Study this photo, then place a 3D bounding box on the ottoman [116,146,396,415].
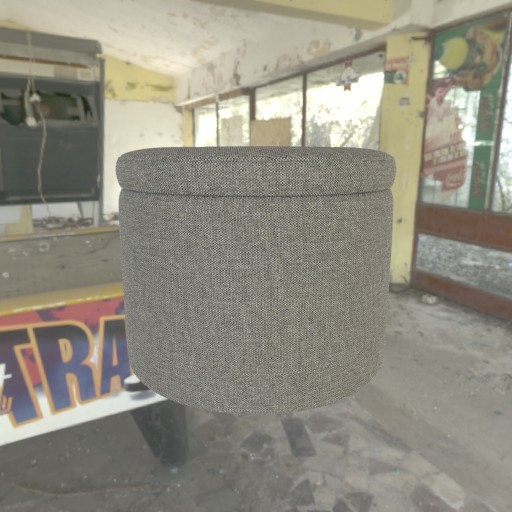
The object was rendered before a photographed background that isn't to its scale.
[{"bbox_3d":[0.000,0.000,0.893,0.520,0.430,0.520,0,13,0],"label":"ottoman"}]
